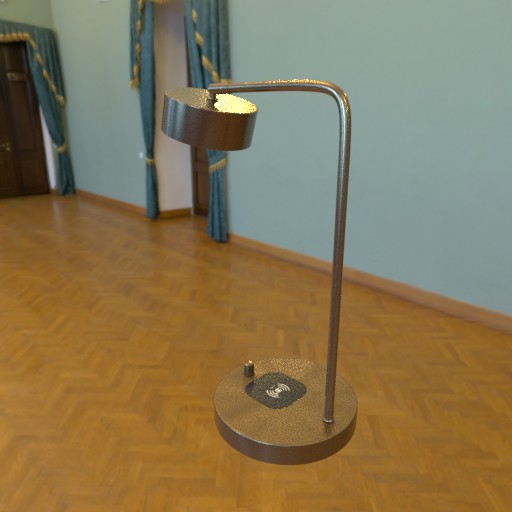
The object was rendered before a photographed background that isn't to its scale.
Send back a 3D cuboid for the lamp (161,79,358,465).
[{"bbox_3d":[0.000,0.000,0.516,0.171,0.380,0.270,-17,25,-42],"label":"lamp"}]
